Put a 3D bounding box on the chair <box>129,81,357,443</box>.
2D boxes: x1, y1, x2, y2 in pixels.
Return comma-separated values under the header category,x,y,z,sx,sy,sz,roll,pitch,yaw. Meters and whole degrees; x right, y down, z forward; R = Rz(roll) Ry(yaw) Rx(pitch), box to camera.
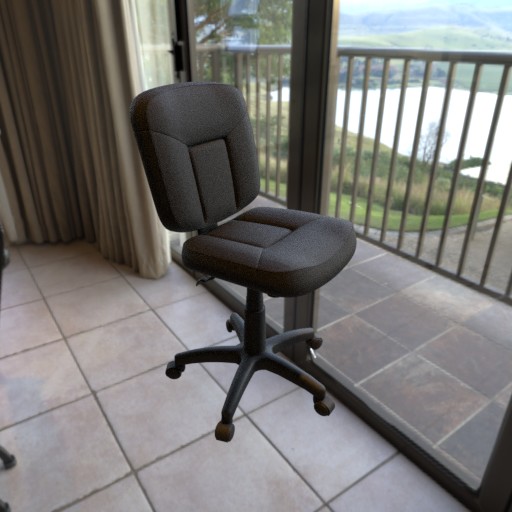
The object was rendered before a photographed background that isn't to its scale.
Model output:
category,x,y,z,sx,sy,sz,roll,pitch,yaw
chair,0.000,0.000,1.372,0.610,0.972,0.610,18,32,32
